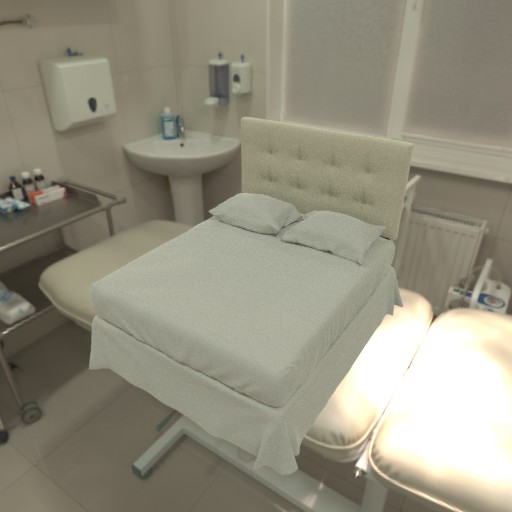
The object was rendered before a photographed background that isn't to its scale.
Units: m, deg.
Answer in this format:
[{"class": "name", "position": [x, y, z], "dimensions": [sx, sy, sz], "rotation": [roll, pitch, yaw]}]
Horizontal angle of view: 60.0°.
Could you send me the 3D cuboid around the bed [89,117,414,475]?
[{"class": "bed", "position": [0.000, 0.000, 3.505], "dimensions": [1.936, 1.577, 2.222], "rotation": [19, 35, 29]}]
